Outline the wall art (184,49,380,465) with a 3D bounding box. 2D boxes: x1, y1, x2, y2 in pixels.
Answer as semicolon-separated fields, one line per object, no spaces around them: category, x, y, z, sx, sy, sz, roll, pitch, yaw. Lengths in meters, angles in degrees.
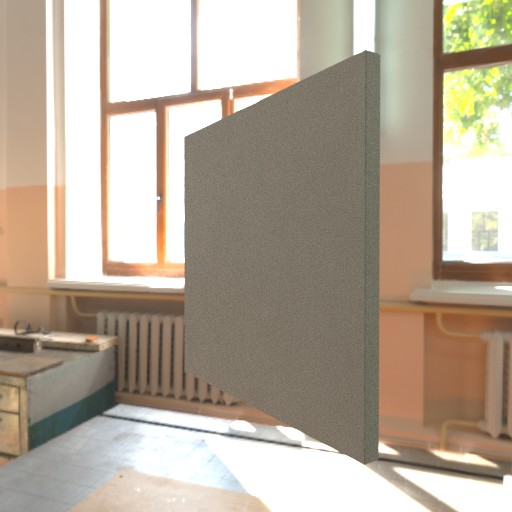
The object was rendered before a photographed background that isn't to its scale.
wall art;0.000;0.000;1.135;0.040;0.762;0.762;-1;1;-35
